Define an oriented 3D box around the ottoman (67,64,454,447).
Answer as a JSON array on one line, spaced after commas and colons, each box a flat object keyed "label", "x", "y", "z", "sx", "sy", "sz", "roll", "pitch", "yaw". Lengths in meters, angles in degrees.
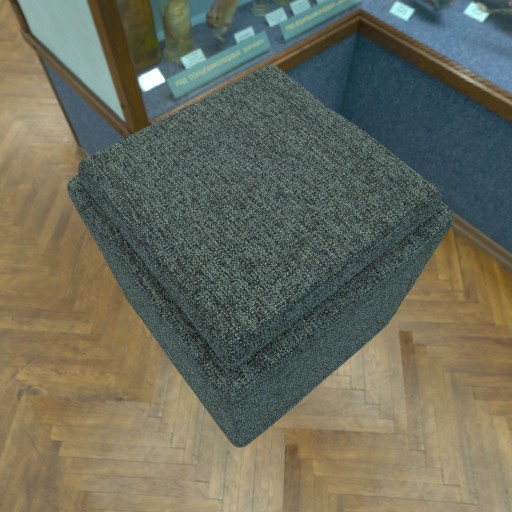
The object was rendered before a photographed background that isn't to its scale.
[{"label": "ottoman", "x": 0.000, "y": 0.000, "z": 0.835, "sx": 0.450, "sy": 0.463, "sz": 0.450, "roll": -34, "pitch": 64, "yaw": -19}]
